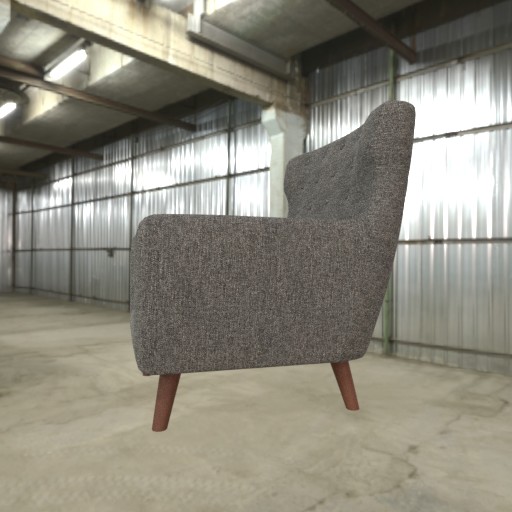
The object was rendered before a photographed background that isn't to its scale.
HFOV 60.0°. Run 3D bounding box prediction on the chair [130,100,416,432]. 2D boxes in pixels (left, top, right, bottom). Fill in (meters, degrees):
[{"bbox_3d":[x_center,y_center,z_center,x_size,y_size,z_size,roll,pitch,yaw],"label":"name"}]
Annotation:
[{"bbox_3d":[0.000,0.000,1.733,0.940,1.039,0.889,0,-1,-17],"label":"chair"}]
